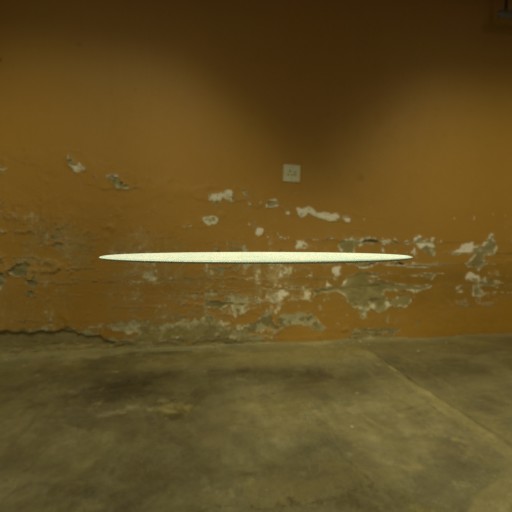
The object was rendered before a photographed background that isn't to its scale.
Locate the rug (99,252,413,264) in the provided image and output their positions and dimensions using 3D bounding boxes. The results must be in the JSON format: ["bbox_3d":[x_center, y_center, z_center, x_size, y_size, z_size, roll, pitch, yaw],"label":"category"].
[{"bbox_3d":[0.000,0.000,2.383,1.593,0.012,1.593,0,2,0],"label":"rug"}]
